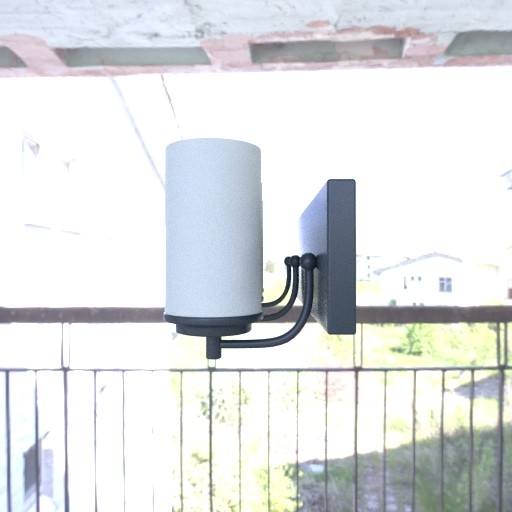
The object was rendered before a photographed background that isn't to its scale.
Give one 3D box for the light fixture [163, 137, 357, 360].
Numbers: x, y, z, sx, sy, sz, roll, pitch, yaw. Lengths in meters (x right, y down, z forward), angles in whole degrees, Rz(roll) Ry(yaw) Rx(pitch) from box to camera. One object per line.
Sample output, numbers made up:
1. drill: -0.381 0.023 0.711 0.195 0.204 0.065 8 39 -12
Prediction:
1. light fixture: 0.000 0.000 0.524 0.145 0.172 0.451 0 -1 1
